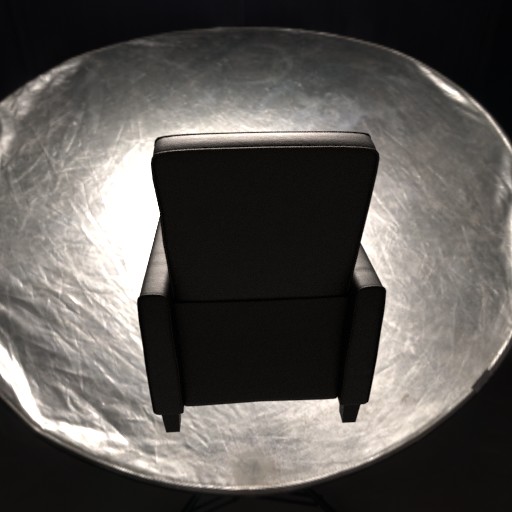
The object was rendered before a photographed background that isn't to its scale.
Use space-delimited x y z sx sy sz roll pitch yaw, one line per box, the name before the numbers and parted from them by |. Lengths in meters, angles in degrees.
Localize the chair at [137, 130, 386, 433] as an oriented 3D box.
chair | 0.000 0.000 1.528 0.705 1.013 0.746 -2 30 -3
